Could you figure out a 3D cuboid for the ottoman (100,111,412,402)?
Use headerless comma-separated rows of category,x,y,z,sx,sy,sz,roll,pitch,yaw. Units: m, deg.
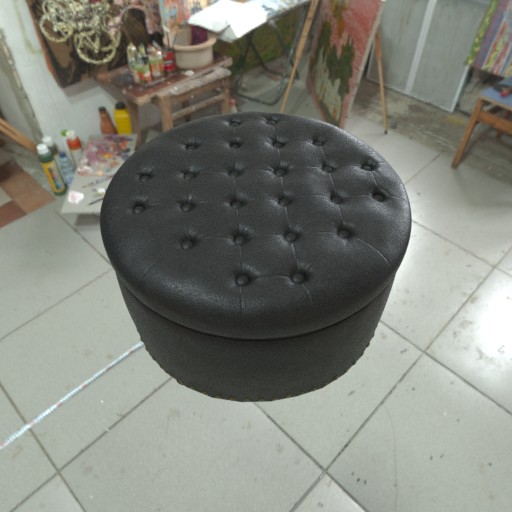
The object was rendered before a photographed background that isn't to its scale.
ottoman,0.000,0.000,1.065,0.637,0.442,0.637,0,49,0
